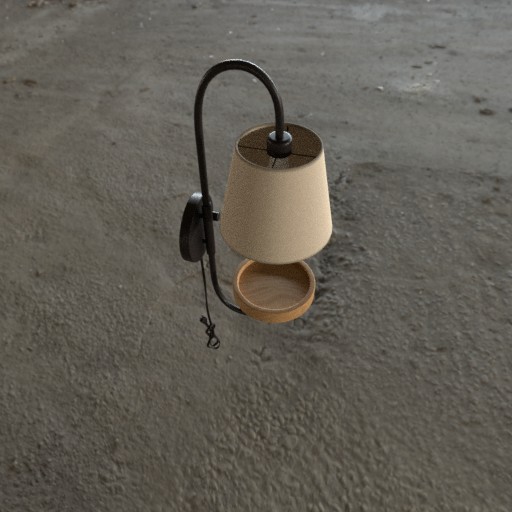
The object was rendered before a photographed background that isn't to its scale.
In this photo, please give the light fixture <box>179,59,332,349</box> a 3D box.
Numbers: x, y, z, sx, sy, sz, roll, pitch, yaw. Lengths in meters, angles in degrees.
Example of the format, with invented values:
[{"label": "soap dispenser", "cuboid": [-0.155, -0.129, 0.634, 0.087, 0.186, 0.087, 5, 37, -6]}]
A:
[{"label": "light fixture", "cuboid": [0.000, 0.000, 0.946, 0.299, 0.821, 0.220, 11, 47, 10]}]
